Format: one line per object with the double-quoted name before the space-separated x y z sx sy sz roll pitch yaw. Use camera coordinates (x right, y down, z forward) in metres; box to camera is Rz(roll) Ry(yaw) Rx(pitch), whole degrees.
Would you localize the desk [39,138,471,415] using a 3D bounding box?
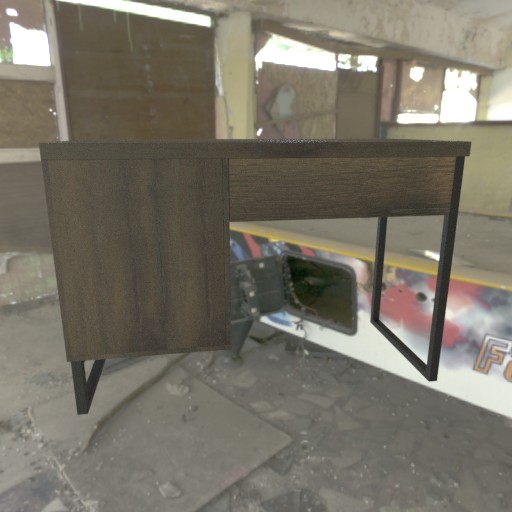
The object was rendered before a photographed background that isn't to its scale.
"desk" 0.000 0.000 1.489 1.134 0.752 0.511 -3 16 -9
